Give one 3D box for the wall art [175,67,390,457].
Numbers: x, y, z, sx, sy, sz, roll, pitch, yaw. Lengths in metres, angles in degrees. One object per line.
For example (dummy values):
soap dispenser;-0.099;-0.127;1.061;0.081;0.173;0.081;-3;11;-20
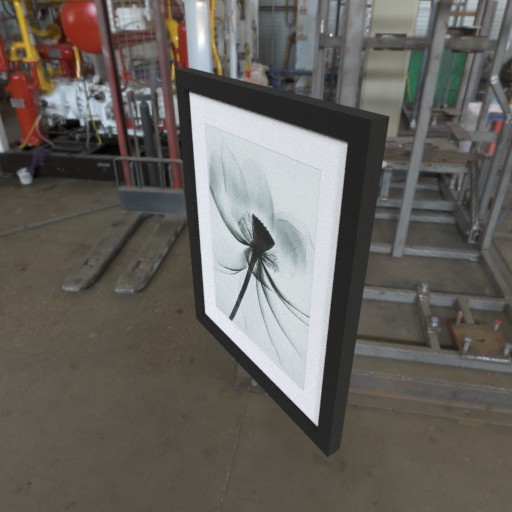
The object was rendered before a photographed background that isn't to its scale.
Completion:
wall art;0.000;0.000;0.773;0.029;0.559;0.457;-20;36;-30
